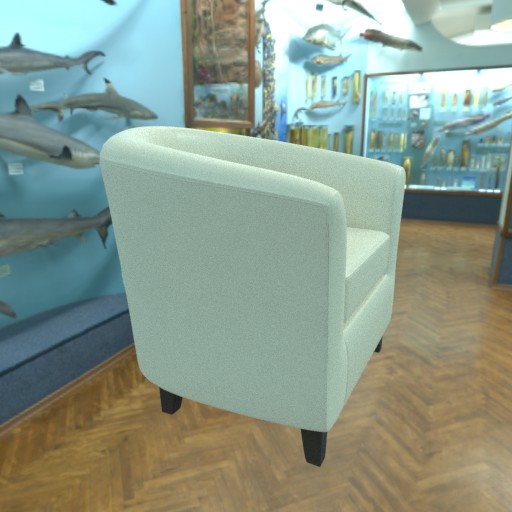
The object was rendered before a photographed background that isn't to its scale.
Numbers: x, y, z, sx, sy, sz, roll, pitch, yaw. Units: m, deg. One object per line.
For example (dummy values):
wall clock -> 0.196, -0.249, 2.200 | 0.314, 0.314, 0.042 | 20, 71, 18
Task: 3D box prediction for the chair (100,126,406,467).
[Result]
chair -> 0.000, 0.000, 1.336 | 0.727, 0.756, 0.792 | 8, 17, 26
